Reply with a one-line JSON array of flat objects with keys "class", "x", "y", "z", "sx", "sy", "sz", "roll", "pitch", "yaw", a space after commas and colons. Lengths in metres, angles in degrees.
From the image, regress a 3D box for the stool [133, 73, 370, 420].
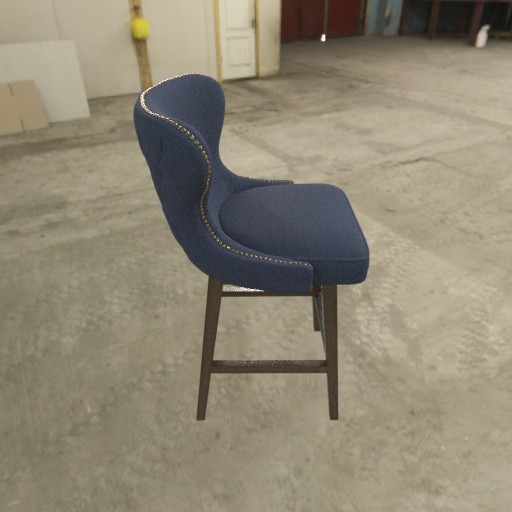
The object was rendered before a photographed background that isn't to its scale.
[{"class": "stool", "x": 0.000, "y": 0.000, "z": 1.363, "sx": 0.597, "sy": 0.972, "sz": 0.615, "roll": 0, "pitch": 32, "yaw": 0}]
